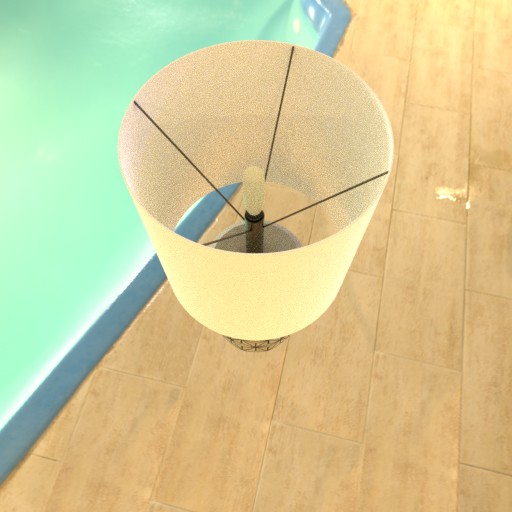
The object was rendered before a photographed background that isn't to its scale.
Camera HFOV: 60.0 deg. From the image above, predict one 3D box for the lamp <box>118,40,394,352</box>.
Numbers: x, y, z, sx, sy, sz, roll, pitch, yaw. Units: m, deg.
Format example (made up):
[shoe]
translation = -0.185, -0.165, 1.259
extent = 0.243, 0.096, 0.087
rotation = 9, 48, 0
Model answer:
[lamp]
translation = 0.000, 0.000, 0.519
extent = 0.206, 0.416, 0.206
rotation = 18, 65, 9
